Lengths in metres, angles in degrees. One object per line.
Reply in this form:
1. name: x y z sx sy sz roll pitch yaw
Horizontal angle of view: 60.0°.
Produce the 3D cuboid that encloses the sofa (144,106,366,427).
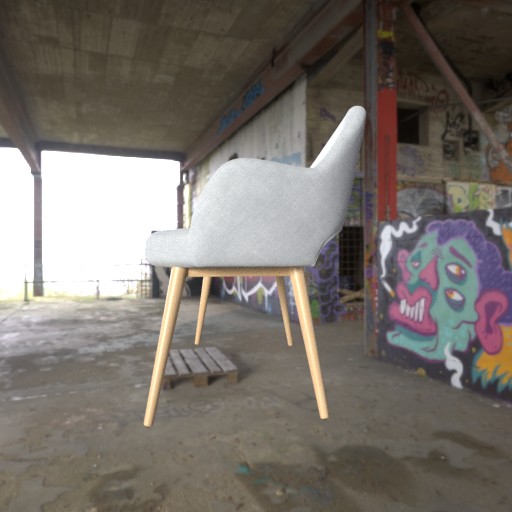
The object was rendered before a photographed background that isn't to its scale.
1. sofa: 0.000 0.000 1.599 0.610 0.840 1.150 0 0 -1
